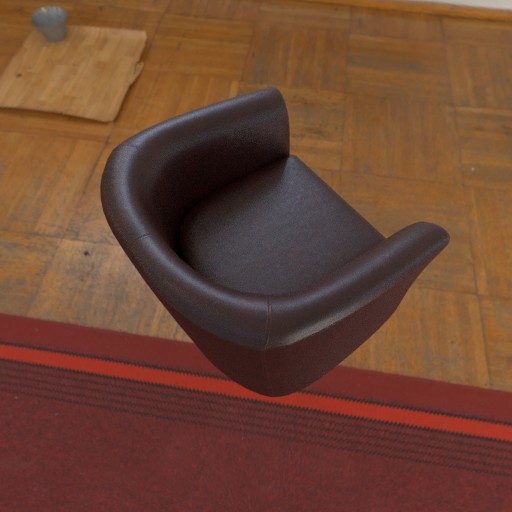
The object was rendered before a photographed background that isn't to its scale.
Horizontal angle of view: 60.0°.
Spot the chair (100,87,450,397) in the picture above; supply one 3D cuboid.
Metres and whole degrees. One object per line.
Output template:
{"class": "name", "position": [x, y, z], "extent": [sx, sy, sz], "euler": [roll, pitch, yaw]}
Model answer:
{"class": "chair", "position": [0.000, 0.000, 1.413], "extent": [0.727, 0.756, 0.792], "euler": [-32, 63, -19]}
